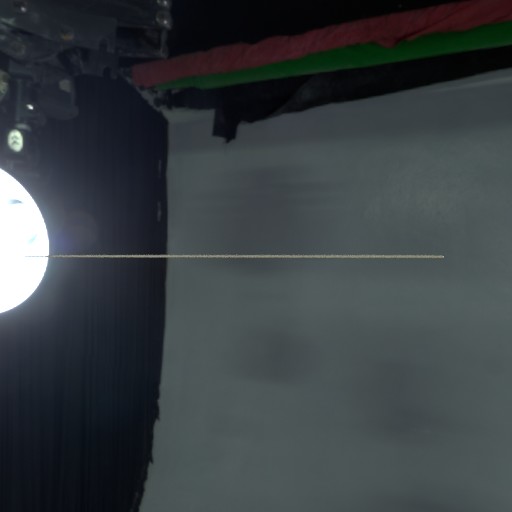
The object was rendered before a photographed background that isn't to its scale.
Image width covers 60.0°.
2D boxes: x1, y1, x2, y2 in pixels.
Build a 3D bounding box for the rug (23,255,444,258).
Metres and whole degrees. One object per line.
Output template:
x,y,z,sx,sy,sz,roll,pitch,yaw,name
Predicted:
0.000,0.000,4.151,3.046,0.015,2.446,0,0,18,rug
